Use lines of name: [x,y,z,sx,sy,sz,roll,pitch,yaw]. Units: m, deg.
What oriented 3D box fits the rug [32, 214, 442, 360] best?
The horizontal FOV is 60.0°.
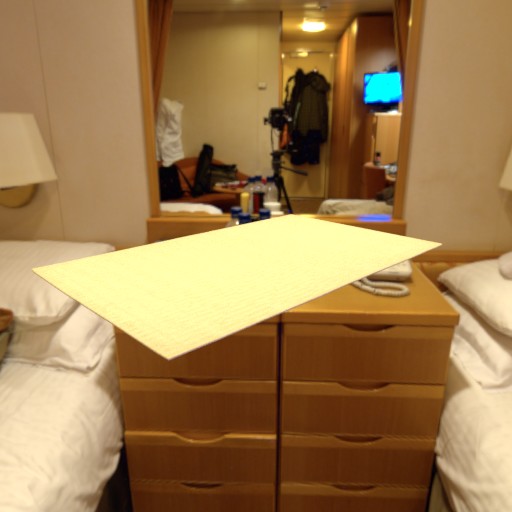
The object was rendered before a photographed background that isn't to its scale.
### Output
rug: [0.000,0.000,3.045,2.441,0.014,1.531,-16,23,-42]
